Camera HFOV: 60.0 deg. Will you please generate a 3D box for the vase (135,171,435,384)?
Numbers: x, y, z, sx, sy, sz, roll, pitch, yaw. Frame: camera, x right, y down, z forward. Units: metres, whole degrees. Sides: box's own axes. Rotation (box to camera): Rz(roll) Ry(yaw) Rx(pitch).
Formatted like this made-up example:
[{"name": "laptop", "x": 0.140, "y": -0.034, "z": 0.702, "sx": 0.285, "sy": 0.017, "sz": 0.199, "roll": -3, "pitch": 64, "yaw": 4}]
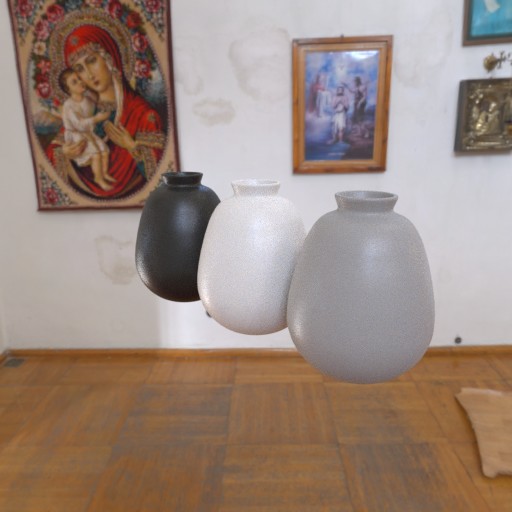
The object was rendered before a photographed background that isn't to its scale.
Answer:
[{"name": "vase", "x": 0.000, "y": 0.000, "z": 0.366, "sx": 0.097, "sy": 0.122, "sz": 0.297, "roll": -15, "pitch": 21, "yaw": -42}]
